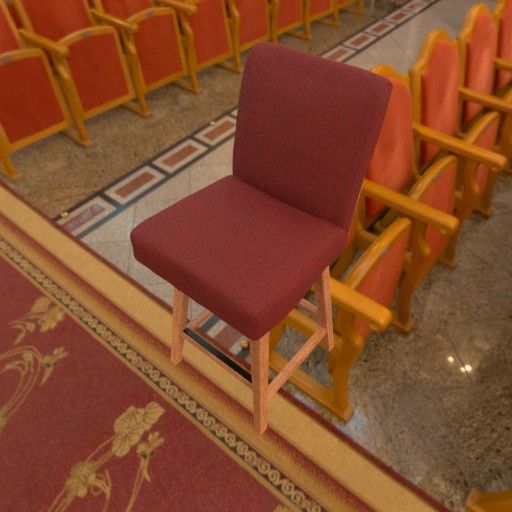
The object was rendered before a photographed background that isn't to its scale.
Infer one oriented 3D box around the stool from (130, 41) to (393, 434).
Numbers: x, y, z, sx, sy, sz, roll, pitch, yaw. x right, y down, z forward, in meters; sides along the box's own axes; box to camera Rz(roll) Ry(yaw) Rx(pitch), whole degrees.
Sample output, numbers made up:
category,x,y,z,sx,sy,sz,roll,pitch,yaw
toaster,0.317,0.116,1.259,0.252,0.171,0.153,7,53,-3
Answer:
category,x,y,z,sx,sy,sz,roll,pitch,yaw
stool,0.000,0.000,1.347,0.468,1.038,0.562,30,52,27
